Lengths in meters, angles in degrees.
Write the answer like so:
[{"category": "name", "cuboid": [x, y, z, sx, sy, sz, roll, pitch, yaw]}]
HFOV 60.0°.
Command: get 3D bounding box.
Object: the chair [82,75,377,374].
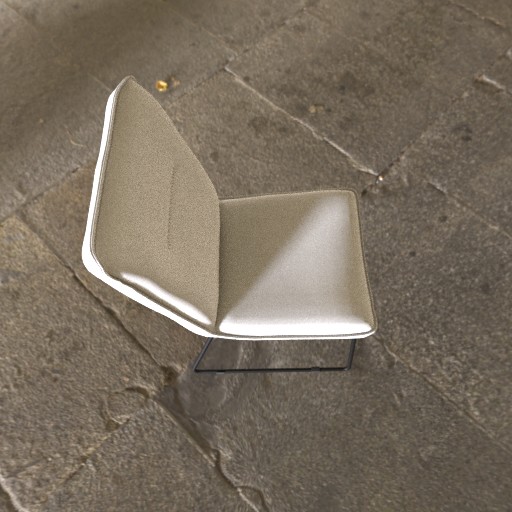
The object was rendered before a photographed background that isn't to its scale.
[{"category": "chair", "cuboid": [0.000, 0.000, 1.334, 0.688, 0.930, 0.515, -1, 64, -1]}]
